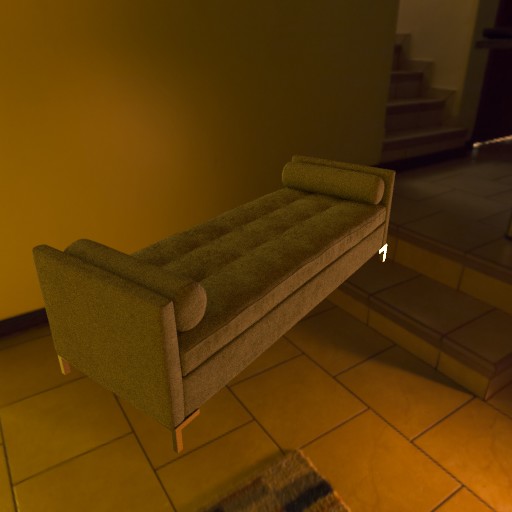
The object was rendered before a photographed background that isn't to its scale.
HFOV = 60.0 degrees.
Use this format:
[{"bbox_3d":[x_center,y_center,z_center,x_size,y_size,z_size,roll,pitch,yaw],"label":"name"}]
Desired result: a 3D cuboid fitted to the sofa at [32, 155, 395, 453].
[{"bbox_3d":[0.000,0.000,2.499,0.797,0.657,2.102,18,31,32],"label":"sofa"}]
